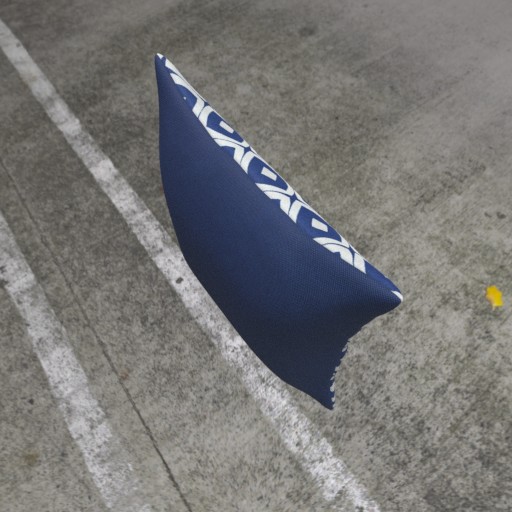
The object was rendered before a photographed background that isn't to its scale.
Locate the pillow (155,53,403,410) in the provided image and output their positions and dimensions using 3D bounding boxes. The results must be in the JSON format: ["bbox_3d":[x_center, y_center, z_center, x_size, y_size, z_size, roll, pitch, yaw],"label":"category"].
[{"bbox_3d":[0.000,0.000,0.764,0.188,0.494,0.504,-32,64,-18],"label":"pillow"}]
